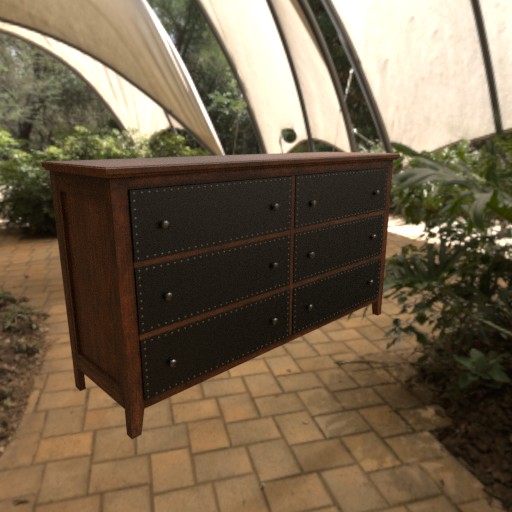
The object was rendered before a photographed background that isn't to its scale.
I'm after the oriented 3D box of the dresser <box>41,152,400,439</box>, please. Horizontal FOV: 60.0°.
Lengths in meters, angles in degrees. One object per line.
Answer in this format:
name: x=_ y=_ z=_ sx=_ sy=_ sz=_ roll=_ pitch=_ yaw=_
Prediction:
dresser: x=0.000 y=0.000 z=1.951 sx=1.551 sy=0.856 sz=0.463 roll=-14 pitch=20 yaw=-42
